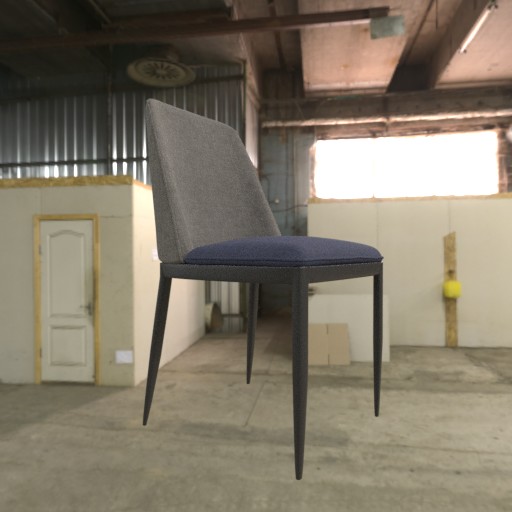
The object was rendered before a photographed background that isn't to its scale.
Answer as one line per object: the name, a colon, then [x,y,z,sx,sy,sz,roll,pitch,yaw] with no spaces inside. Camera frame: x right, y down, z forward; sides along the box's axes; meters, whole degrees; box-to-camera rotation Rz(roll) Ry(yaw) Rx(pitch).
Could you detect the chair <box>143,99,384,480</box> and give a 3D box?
chair: [0.000,0.000,1.166,0.550,0.855,0.488,1,1,37]
